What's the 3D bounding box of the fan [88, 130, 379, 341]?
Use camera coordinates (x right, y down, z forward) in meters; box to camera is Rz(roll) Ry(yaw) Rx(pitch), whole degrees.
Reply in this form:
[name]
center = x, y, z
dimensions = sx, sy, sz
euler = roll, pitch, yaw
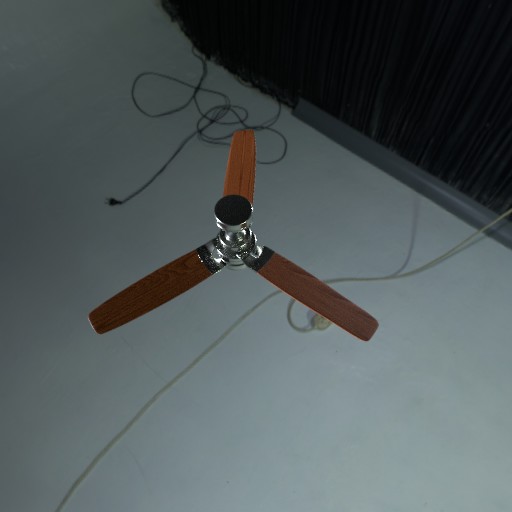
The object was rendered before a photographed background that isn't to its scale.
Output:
[fan]
center = 0.000, 0.000, 2.090
dimensions = 1.271, 0.410, 1.416
euler = 33, 65, 17
